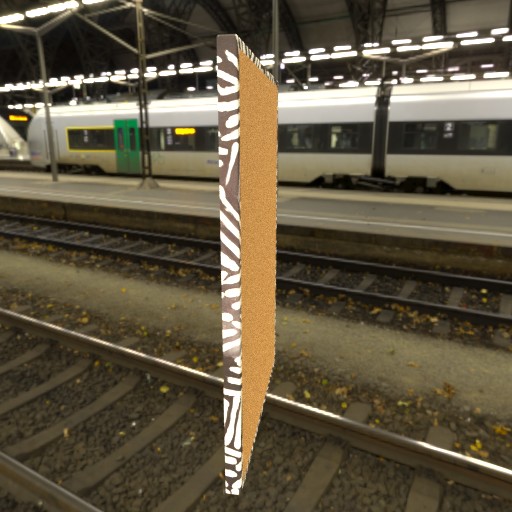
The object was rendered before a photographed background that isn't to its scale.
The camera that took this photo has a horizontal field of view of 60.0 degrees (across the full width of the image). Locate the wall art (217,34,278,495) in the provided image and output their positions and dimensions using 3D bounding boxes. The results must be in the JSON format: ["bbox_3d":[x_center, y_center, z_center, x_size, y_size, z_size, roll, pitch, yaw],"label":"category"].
[{"bbox_3d":[0.000,0.000,1.144,0.035,0.918,0.615,2,15,9],"label":"wall art"}]
